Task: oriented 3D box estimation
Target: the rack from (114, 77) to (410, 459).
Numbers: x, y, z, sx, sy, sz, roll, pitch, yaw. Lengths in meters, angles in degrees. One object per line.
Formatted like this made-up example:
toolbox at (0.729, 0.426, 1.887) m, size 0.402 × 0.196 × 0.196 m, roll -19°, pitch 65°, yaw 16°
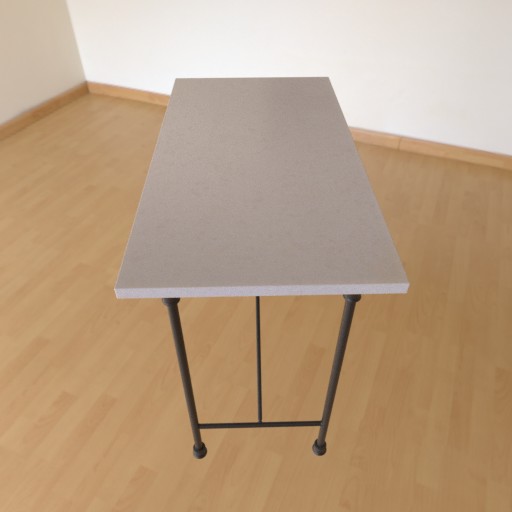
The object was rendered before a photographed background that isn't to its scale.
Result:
rack at (0.000, 0.000, 1.639) m, size 0.613 × 0.880 × 1.159 m, roll -1°, pitch 42°, yaw -1°
